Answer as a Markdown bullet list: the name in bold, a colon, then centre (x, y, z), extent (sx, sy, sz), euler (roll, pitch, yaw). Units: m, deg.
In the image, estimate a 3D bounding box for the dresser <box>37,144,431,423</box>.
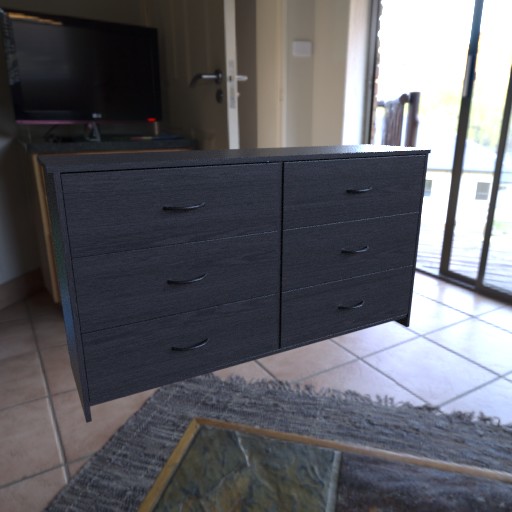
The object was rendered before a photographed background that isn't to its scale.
- **dresser**: centre (0.000, 0.000, 1.654), extent (1.360, 0.755, 0.401), euler (-9, 19, -27)
